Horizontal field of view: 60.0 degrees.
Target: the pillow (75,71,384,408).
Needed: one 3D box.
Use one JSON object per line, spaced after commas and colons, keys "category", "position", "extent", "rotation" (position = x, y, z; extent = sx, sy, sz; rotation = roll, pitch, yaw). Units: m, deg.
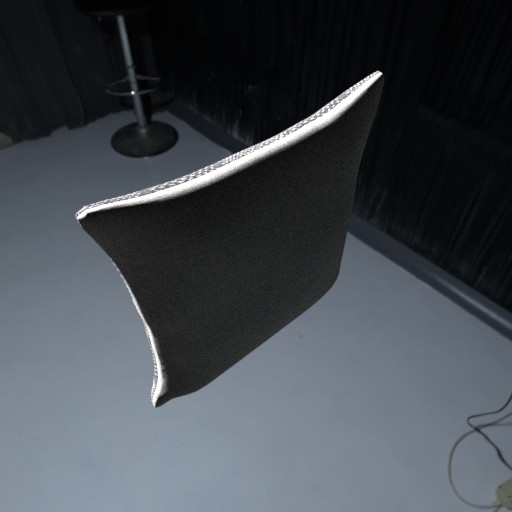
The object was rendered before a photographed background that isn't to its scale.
{"category": "pillow", "position": [0.000, 0.000, 0.655], "extent": [0.435, 0.432, 0.138], "rotation": [-32, 55, -26]}
